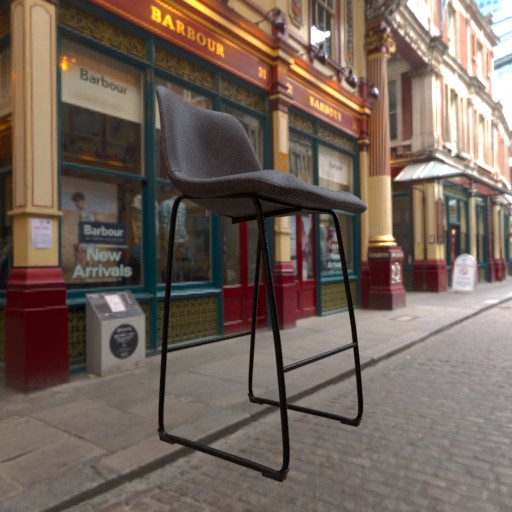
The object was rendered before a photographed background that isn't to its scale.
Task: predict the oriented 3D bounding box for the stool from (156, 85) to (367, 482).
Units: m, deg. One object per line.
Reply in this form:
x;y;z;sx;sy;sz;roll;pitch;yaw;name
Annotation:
0.000;0.000;1.383;0.561;1.082;0.514;-1;-1;36;stool
